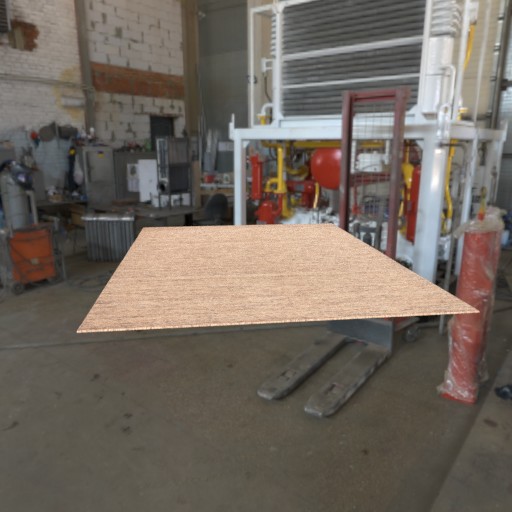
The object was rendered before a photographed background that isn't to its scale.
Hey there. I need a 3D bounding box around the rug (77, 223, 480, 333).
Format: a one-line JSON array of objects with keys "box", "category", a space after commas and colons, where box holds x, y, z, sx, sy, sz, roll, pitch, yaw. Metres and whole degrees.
[{"box": [0.000, 0.000, 4.187, 2.448, 0.013, 3.205, -2, 14, -7], "category": "rug"}]
